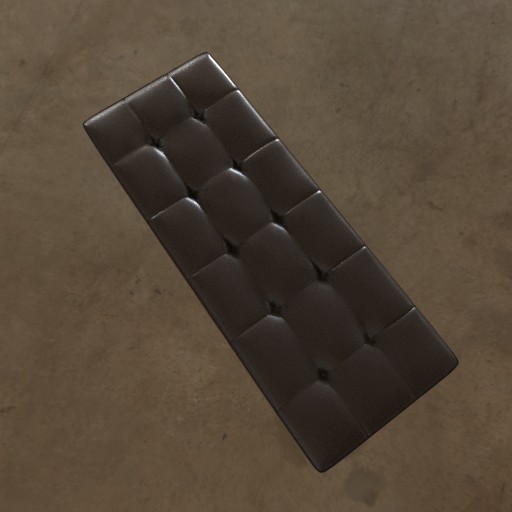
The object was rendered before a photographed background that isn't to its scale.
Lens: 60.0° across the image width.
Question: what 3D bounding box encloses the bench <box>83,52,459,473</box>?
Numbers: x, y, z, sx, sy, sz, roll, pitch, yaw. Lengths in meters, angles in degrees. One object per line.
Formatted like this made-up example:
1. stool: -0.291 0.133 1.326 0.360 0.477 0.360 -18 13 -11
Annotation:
1. bench: 0.000 0.000 1.343 0.432 0.460 1.105 -34 77 -9
